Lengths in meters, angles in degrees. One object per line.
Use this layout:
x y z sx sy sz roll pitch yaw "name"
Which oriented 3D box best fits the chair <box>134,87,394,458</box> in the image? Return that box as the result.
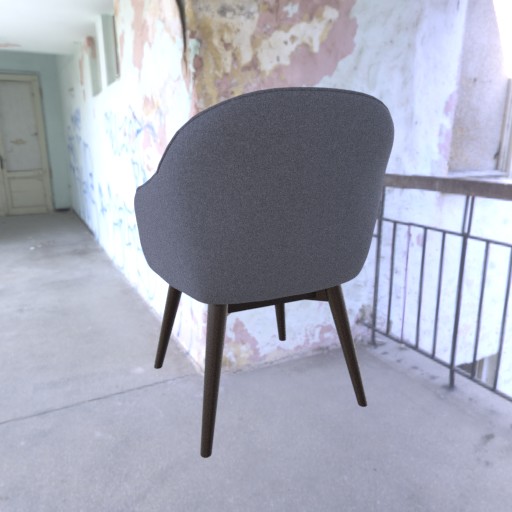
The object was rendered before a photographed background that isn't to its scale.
0.000 0.000 1.212 0.589 0.810 0.611 -7 17 -25 "chair"
